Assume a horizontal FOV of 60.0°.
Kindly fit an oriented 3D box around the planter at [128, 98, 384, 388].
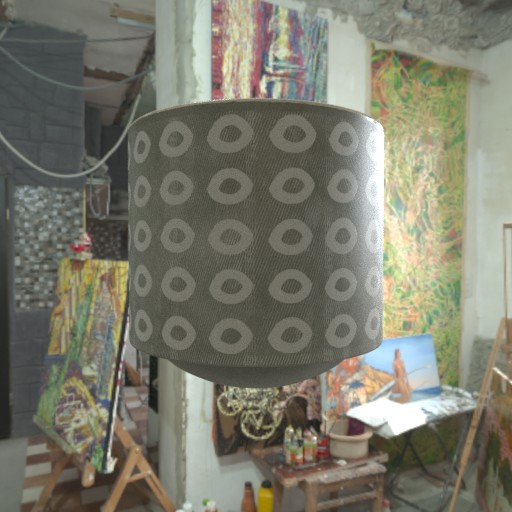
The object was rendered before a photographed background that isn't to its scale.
[{"bbox_3d":[0.000,0.000,0.453,0.250,0.239,0.250,0,1,0],"label":"planter"}]
